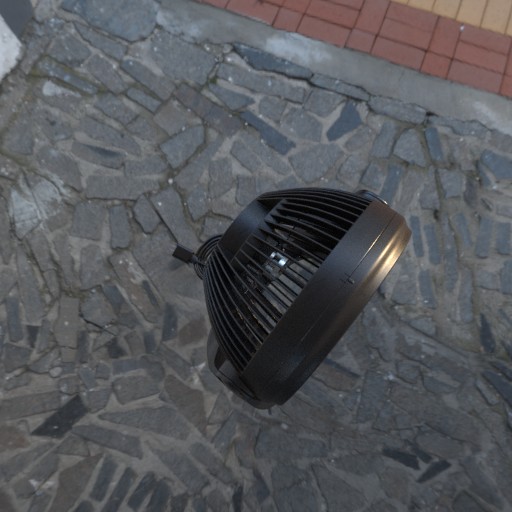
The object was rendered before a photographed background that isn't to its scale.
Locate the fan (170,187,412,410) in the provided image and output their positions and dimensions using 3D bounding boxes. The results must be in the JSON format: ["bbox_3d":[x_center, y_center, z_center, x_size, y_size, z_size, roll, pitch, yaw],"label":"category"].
[{"bbox_3d":[0.000,0.000,0.503,0.256,0.277,0.273,37,78,10],"label":"fan"}]
